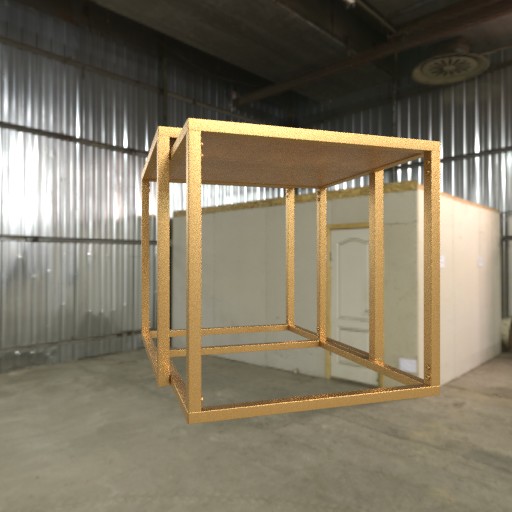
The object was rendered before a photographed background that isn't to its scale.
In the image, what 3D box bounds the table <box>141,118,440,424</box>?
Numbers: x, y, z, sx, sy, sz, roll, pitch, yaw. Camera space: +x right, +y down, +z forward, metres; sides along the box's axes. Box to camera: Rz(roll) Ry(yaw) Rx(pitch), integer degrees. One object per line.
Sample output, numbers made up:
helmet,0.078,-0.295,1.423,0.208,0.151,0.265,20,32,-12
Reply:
table,0.000,0.000,1.091,0.505,0.505,0.762,0,0,-18
